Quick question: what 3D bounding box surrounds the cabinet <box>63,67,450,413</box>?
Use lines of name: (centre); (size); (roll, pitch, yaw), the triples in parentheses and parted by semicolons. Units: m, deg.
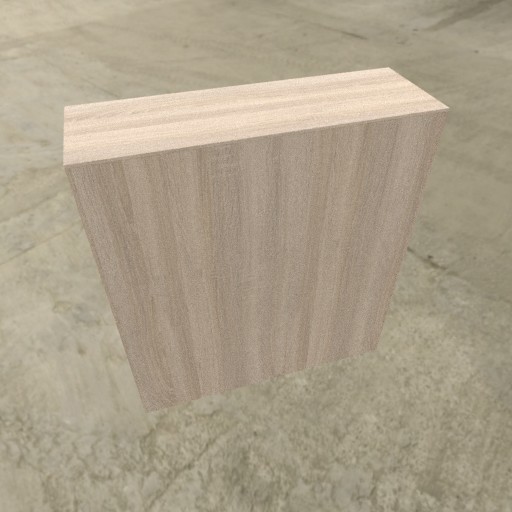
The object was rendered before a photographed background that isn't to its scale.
cabinet: (0.000, 0.000, 2.957); (1.870, 2.060, 0.620); (-12, 44, -13)
